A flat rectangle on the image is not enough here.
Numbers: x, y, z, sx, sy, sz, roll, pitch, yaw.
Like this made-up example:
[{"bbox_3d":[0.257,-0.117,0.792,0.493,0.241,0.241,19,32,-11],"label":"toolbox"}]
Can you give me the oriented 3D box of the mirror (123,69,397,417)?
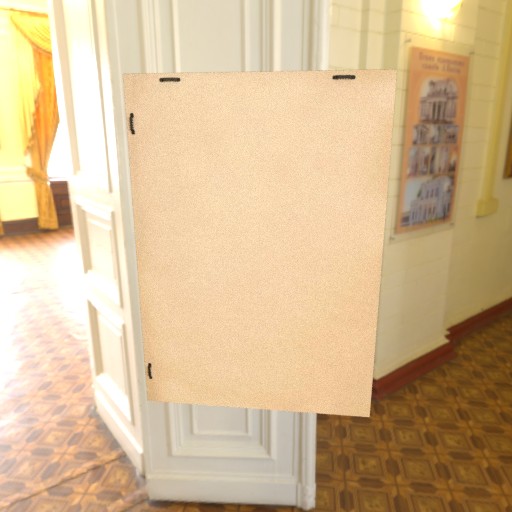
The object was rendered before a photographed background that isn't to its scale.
[{"bbox_3d":[0.000,0.000,0.922,0.508,0.711,0.039,2,16,7],"label":"mirror"}]
